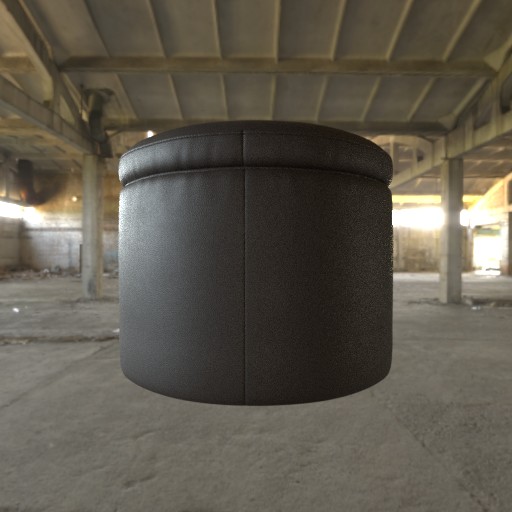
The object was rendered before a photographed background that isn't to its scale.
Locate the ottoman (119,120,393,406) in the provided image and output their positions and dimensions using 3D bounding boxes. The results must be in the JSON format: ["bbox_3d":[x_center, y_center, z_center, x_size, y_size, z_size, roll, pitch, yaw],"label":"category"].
[{"bbox_3d":[0.000,0.000,0.844,0.500,0.409,0.500,0,0,0],"label":"ottoman"}]
